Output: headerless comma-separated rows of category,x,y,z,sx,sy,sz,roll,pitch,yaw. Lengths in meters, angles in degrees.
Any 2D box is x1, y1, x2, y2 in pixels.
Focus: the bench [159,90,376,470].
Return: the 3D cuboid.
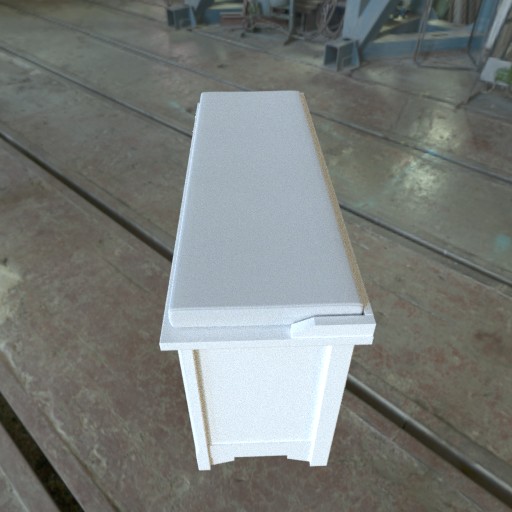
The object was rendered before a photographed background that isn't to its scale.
bench,0.000,0.000,1.249,0.346,0.589,0.987,-1,41,-2
